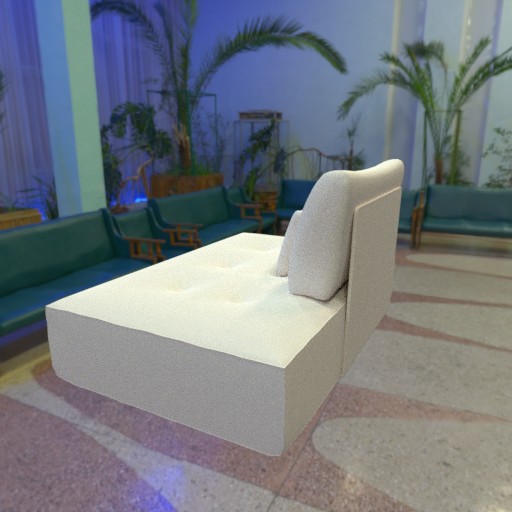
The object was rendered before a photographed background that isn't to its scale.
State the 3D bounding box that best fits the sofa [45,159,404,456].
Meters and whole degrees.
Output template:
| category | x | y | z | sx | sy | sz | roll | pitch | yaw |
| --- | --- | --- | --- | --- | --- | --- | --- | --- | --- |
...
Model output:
| category | x | y | z | sx | sy | sz | roll | pitch | yaw |
| --- | --- | --- | --- | --- | --- | --- | --- | --- | --- |
| sofa | 0.000 | 0.000 | 2.000 | 1.000 | 0.820 | 1.450 | 8 | 17 | 27 |
